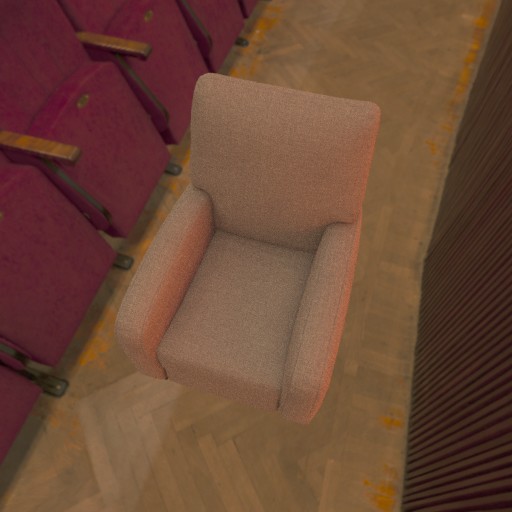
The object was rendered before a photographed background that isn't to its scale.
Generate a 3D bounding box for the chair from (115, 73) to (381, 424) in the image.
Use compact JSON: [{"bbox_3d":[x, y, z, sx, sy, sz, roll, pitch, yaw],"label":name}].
[{"bbox_3d":[0.000,0.000,1.716,0.762,0.990,0.990,14,58,9],"label":"chair"}]
